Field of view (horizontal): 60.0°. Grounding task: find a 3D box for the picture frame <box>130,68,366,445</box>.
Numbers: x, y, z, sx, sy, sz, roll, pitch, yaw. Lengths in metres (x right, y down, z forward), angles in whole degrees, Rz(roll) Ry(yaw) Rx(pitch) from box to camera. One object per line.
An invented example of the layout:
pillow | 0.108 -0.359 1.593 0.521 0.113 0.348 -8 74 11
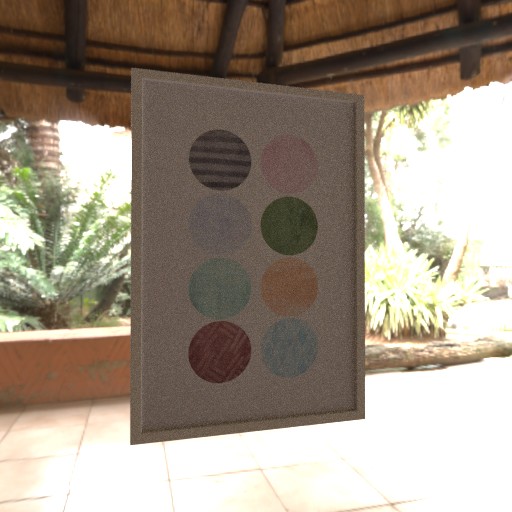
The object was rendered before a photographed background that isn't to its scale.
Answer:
picture frame | 0.000 0.000 0.841 0.457 0.657 0.013 0 -1 -16
